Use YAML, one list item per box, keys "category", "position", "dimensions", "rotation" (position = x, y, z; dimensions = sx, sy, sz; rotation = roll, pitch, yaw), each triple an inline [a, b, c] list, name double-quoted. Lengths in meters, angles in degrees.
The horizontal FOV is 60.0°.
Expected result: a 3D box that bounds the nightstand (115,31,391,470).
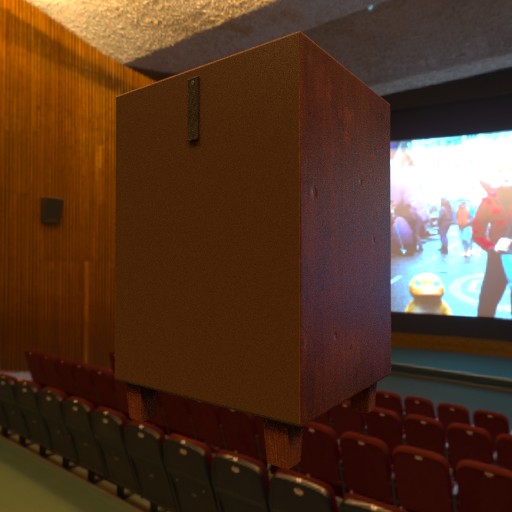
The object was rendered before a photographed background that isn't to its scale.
- category: "nightstand"
  position: [0.000, 0.000, 0.984]
  dimensions: [0.465, 0.695, 0.410]
  rotation: [-1, -1, 36]
